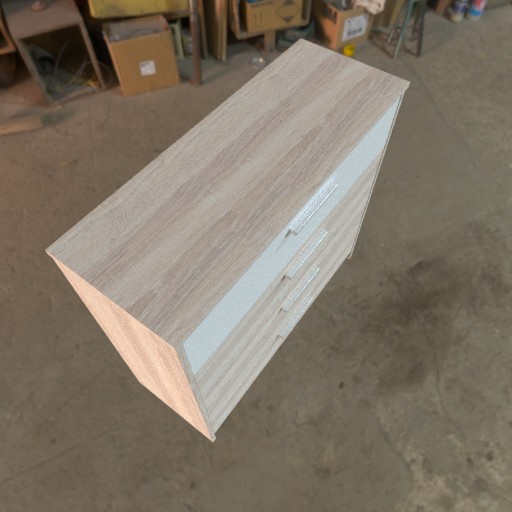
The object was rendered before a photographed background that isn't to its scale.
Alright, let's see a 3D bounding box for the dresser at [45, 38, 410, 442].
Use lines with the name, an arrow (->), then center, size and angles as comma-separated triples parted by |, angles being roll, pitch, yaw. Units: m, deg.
dresser -> 0.000, 0.000, 1.462 | 0.380, 0.900, 0.980 | 32, 62, 19
